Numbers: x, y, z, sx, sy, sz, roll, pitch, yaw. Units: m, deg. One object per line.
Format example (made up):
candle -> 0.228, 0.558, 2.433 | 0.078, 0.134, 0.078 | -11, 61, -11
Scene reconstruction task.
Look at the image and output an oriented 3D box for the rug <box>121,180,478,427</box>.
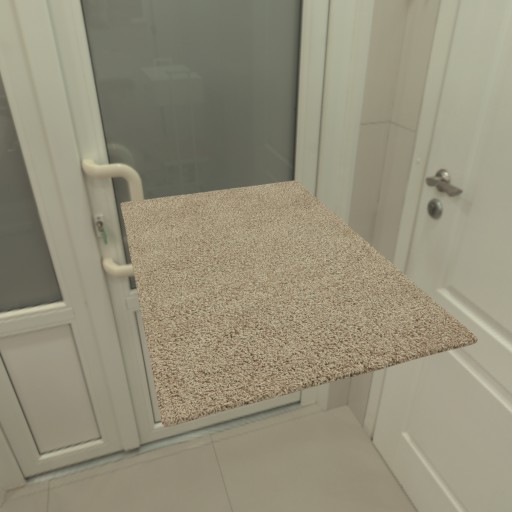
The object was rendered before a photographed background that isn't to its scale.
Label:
rug -> 0.000, 0.000, 2.268 | 1.219, 0.030, 1.778 | -10, 32, -16
